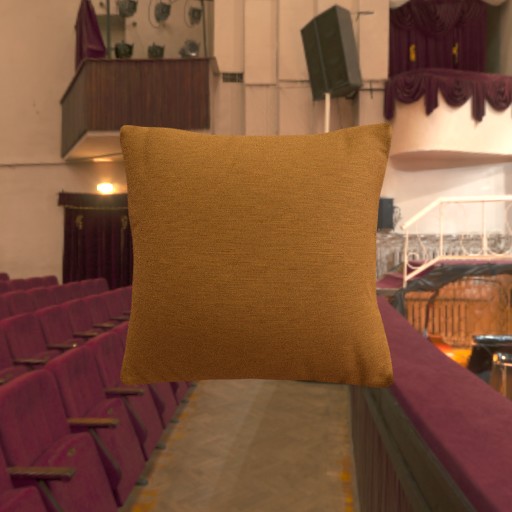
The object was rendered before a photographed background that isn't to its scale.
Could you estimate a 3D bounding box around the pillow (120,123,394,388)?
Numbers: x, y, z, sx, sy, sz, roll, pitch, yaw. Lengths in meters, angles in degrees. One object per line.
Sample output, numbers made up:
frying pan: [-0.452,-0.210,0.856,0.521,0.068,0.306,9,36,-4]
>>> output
pillow: [0.000,0.000,0.704,0.435,0.417,0.247,0,0,1]
